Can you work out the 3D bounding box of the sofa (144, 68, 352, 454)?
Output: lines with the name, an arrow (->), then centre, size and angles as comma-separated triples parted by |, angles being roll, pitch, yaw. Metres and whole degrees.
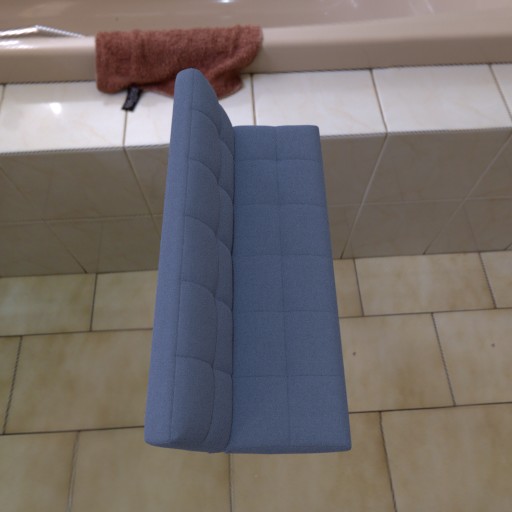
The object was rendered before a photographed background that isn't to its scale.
sofa -> 0.000, 0.000, 2.213 | 0.796, 0.800, 1.800 | -1, 64, 0
